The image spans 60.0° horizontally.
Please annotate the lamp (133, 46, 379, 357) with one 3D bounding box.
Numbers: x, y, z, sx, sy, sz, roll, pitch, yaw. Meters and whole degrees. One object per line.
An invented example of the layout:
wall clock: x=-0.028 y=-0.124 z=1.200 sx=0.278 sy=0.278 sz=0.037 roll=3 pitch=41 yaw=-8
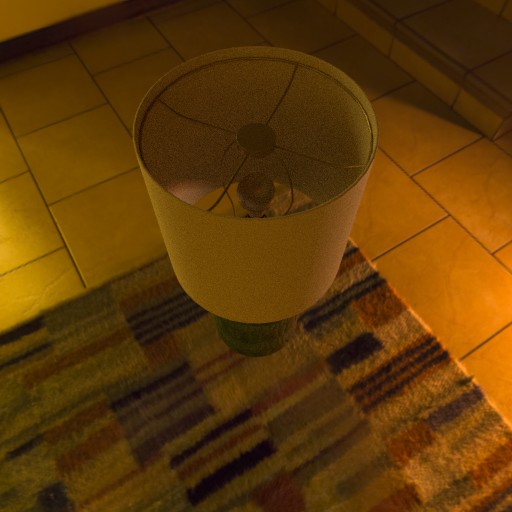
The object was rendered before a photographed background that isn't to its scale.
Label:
lamp: x=0.000 y=0.000 z=0.578 sx=0.211 sy=0.455 sz=0.211 roll=34 pitch=65 yaw=18
